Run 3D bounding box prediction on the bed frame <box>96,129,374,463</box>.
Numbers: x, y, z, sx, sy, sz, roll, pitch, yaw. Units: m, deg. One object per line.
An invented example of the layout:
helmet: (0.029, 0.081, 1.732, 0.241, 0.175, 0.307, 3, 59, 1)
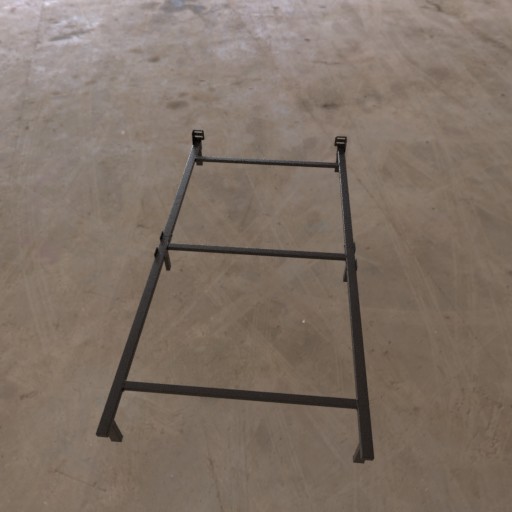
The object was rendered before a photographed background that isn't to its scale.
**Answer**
bed frame: (0.000, 0.000, 2.197, 0.968, 0.248, 1.897, 4, 46, 3)
